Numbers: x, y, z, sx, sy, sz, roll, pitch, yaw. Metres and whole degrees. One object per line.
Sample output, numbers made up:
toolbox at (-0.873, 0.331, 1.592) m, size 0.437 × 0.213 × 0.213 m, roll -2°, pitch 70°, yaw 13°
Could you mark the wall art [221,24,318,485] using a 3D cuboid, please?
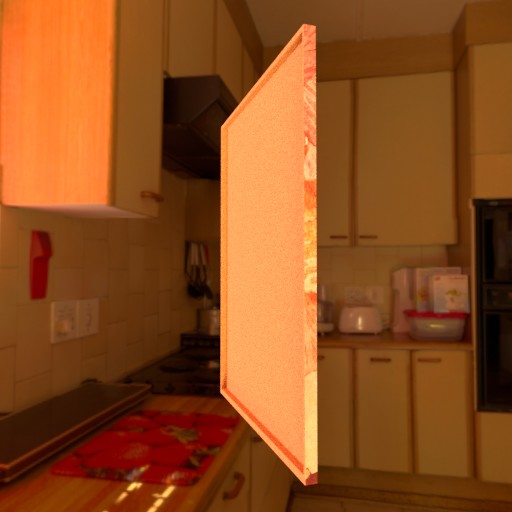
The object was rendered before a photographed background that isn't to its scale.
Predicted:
wall art at (0.000, 0.000, 1.338) m, size 0.031 × 1.015 × 0.762 m, roll 1°, pitch -2°, yaw -18°
